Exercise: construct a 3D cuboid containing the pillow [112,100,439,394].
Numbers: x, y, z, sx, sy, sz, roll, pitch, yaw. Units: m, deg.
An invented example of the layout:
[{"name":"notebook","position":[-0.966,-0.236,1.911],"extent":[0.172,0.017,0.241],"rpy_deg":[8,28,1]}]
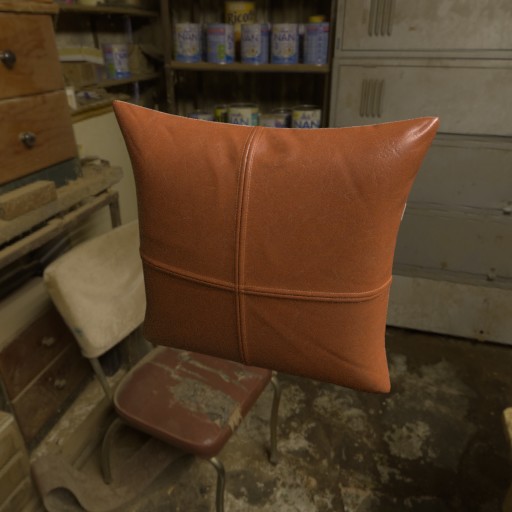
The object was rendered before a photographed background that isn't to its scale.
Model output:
[{"name":"pillow","position":[0.000,0.000,0.747],"extent":[0.501,0.477,0.192],"rpy_deg":[9,28,17]}]
